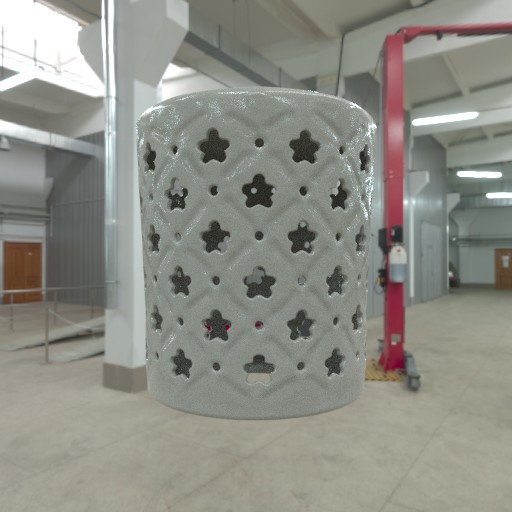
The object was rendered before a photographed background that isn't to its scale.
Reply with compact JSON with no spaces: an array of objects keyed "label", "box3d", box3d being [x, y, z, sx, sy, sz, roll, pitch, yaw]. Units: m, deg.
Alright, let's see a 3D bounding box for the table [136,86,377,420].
[{"label":"table","box3d":[0.000,0.000,0.668,0.352,0.387,0.352,0,-1,0]}]
